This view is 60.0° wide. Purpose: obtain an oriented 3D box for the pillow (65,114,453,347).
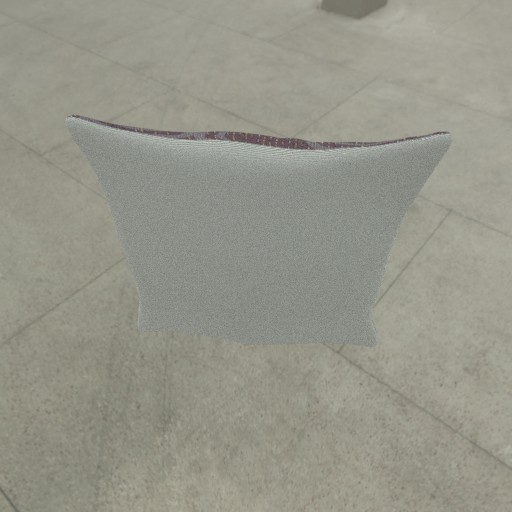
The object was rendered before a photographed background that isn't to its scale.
[{"bbox_3d":[0.000,0.000,0.771,0.514,0.513,0.163,3,47,3],"label":"pillow"}]
